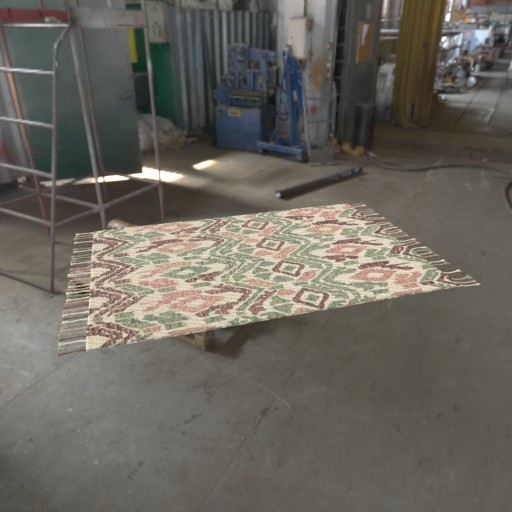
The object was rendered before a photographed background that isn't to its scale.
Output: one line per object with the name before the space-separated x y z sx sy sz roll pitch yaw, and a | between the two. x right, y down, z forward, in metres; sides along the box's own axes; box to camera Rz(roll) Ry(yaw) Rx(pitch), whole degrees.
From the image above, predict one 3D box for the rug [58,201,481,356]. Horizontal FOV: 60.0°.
rug | 0.000 0.000 3.046 2.438 0.011 1.524 -8 28 -15
